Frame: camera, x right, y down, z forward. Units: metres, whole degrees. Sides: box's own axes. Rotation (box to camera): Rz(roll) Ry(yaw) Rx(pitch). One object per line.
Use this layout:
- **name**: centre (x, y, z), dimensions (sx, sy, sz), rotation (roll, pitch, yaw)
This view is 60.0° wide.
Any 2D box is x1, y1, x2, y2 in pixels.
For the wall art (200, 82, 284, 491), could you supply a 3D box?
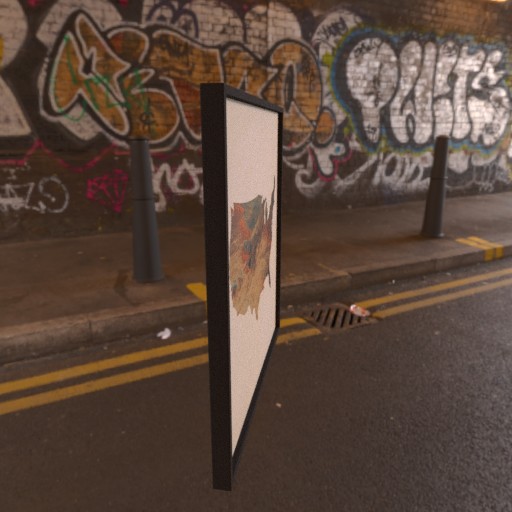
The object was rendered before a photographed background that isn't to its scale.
- **wall art**: centre (0.000, 0.000, 1.143), dimensions (0.038, 0.762, 0.762), rotation (3, 16, 10)
